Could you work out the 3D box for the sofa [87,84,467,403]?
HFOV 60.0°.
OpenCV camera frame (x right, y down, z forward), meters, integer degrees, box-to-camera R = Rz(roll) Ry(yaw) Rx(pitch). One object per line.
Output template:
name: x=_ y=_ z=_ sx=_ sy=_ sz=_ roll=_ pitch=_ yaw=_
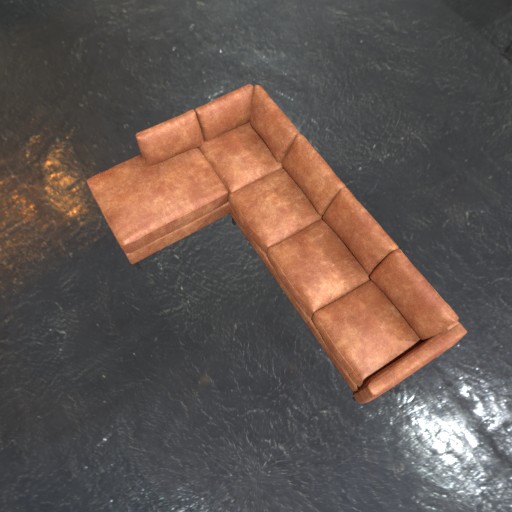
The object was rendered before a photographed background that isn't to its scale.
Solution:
sofa: x=0.000 y=0.000 z=3.863 sx=1.938 sy=0.877 sz=2.984 roll=-29 pitch=67 yaw=-14
